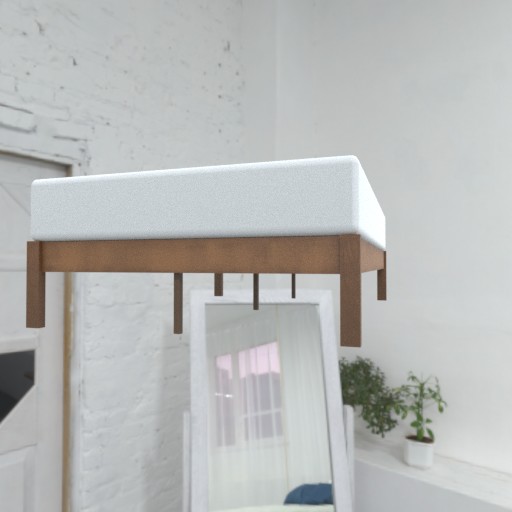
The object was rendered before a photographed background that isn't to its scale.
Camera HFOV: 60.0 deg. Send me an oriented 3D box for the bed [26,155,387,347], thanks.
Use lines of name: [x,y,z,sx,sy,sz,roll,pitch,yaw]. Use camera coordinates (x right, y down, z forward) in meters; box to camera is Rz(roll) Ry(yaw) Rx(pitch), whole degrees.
bed: [0.000,0.000,2.528,1.348,0.616,1.927,0,-1,19]
